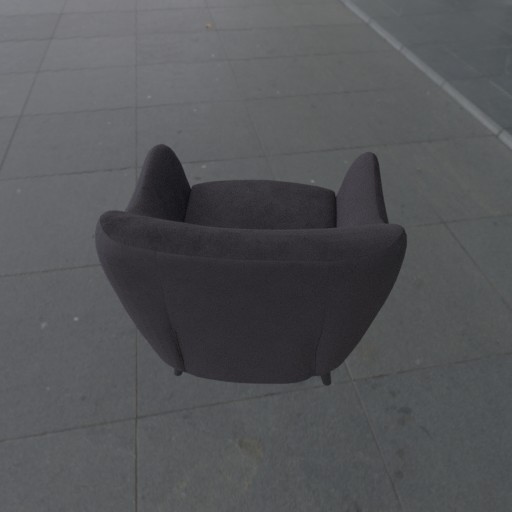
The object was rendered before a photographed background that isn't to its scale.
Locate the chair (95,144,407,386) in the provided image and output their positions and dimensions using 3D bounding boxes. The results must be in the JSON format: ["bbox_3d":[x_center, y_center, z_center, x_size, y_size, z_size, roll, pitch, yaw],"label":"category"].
[{"bbox_3d":[0.000,0.000,1.512,0.840,0.807,0.819,3,45,3],"label":"chair"}]
